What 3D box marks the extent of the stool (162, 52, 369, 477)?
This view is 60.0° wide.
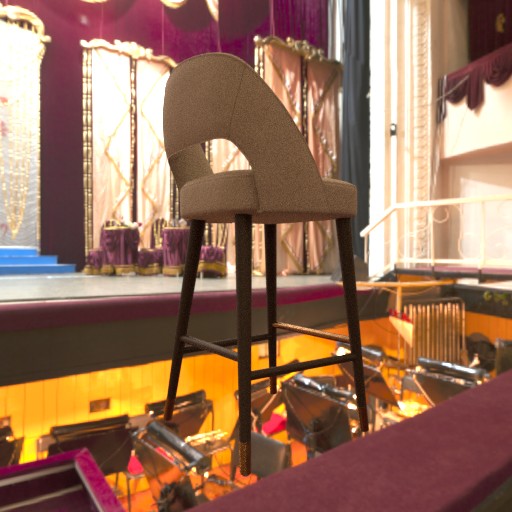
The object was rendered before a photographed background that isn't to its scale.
[{"bbox_3d":[0.000,0.000,1.335,0.509,1.037,0.494,0,1,-37],"label":"stool"}]
